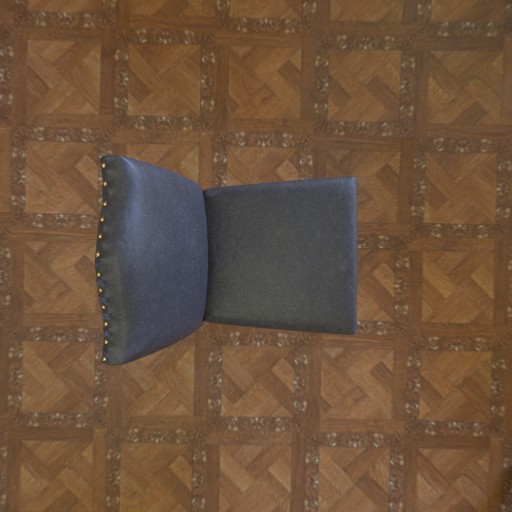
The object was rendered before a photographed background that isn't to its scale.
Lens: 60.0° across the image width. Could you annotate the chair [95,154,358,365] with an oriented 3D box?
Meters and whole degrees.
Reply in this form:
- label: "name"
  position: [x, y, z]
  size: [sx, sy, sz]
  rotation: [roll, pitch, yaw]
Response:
- label: "chair"
  position: [0.000, 0.000, 1.352]
  size: [0.633, 0.991, 0.500]
  rotation: [0, 91, 0]
